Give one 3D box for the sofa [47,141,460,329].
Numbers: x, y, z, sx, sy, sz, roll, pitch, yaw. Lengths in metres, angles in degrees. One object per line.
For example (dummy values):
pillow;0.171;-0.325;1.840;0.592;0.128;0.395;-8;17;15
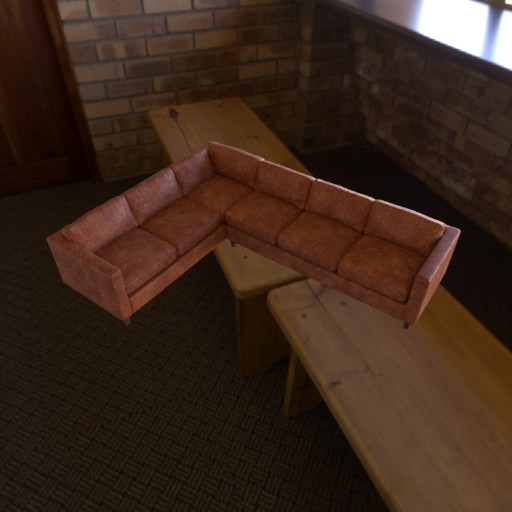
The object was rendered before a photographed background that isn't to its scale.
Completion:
sofa;0.000;0.000;4.416;3.150;0.838;2.438;25;47;26
